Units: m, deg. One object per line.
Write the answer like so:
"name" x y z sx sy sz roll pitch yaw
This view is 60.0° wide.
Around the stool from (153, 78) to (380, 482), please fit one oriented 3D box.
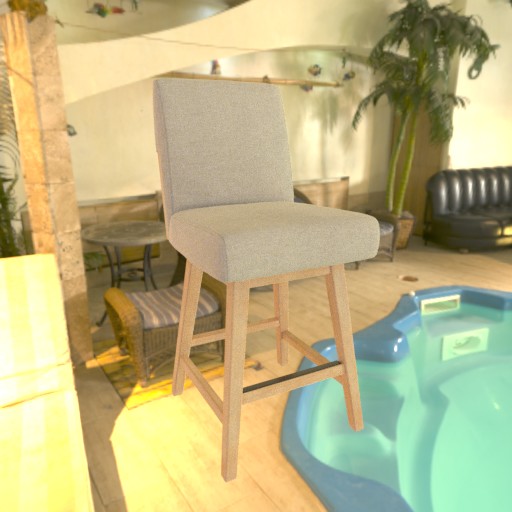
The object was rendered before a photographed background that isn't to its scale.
"stool" 0.000 0.000 1.405 0.507 1.085 0.606 -8 18 -27
